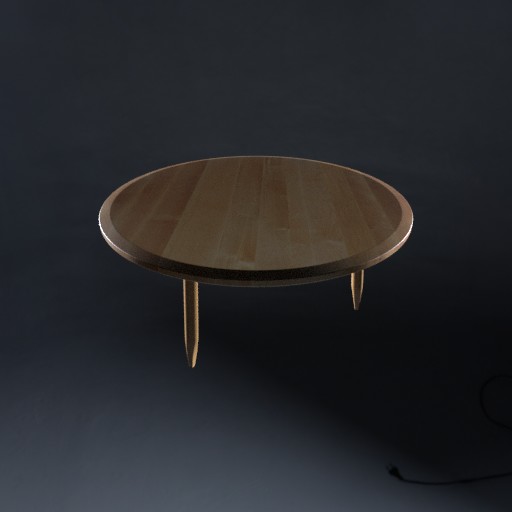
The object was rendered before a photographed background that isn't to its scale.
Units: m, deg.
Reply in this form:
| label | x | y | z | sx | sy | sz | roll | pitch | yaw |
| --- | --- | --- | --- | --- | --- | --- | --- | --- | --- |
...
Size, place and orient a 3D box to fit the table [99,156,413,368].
| label | x | y | z | sx | sy | sz | roll | pitch | yaw |
| --- | --- | --- | --- | --- | --- | --- | --- | --- | --- |
| table | 0.000 | 0.000 | 1.425 | 0.900 | 0.400 | 0.900 | 0 | 29 | 0 |
